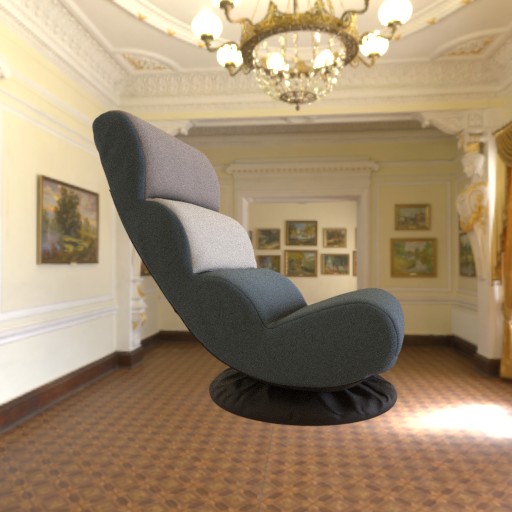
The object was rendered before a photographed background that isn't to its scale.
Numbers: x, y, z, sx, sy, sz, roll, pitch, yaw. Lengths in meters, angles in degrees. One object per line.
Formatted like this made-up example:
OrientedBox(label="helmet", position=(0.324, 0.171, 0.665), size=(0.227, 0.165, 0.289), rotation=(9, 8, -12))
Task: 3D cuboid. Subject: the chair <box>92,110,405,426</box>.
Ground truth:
OrientedBox(label="chair", position=(0.000, 0.000, 1.043), size=(0.661, 0.641, 0.420), rotation=(0, -1, 19))
